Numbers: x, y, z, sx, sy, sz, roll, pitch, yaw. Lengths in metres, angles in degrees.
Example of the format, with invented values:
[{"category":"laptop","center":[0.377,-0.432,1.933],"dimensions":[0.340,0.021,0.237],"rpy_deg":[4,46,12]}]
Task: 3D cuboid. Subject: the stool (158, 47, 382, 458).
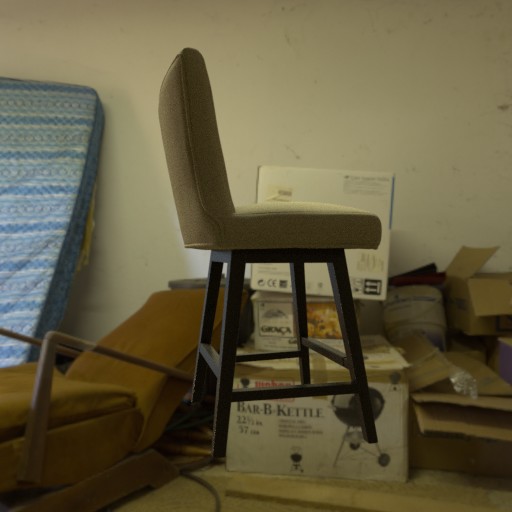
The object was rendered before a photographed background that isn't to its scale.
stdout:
[{"category":"stool","center":[0.000,0.000,1.346],"dimensions":[0.574,1.000,0.514],"rpy_deg":[0,0,-15]}]
